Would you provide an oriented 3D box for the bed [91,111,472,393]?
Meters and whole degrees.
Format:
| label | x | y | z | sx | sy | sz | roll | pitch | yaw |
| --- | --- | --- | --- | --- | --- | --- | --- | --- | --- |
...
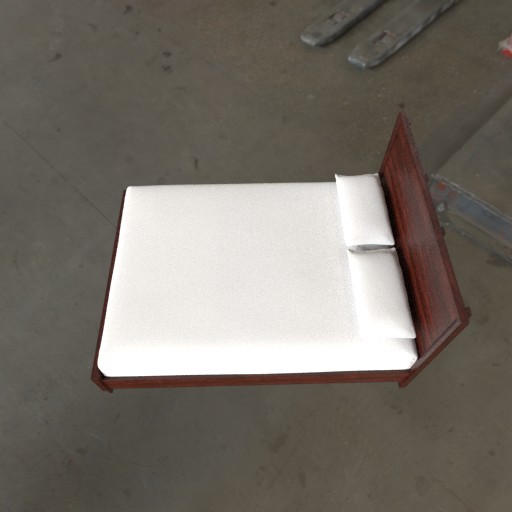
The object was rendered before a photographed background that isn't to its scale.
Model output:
| label | x | y | z | sx | sy | sz | roll | pitch | yaw |
| --- | --- | --- | --- | --- | --- | --- | --- | --- | --- |
| bed | 0.000 | 0.000 | 4.028 | 2.803 | 1.492 | 2.040 | -1 | 58 | -1 |
